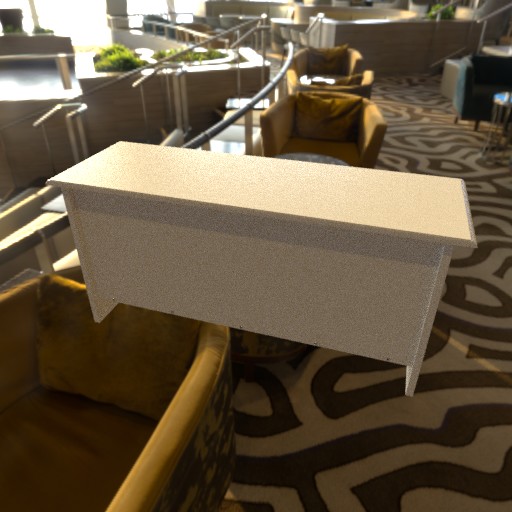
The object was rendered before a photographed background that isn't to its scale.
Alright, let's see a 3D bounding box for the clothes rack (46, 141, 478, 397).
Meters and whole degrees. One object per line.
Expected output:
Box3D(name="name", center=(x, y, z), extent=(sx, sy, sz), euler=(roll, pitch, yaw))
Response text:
Box3D(name="clothes rack", center=(0.000, 0.000, 1.496), extent=(1.218, 0.558, 0.405), euler=(10, 34, 15))
